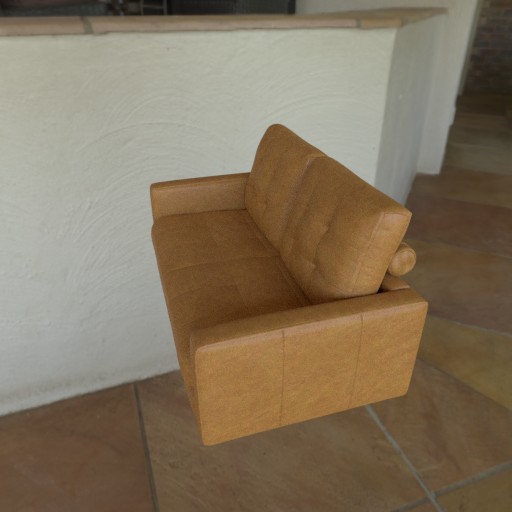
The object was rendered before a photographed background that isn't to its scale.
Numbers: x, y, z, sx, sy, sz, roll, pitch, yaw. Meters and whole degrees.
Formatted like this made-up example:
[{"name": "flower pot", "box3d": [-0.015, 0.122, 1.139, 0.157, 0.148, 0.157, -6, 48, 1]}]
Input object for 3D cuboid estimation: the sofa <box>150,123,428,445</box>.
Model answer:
[{"name": "sofa", "box3d": [0.000, 0.000, 2.027, 0.868, 0.898, 1.430, -9, 31, -15]}]
